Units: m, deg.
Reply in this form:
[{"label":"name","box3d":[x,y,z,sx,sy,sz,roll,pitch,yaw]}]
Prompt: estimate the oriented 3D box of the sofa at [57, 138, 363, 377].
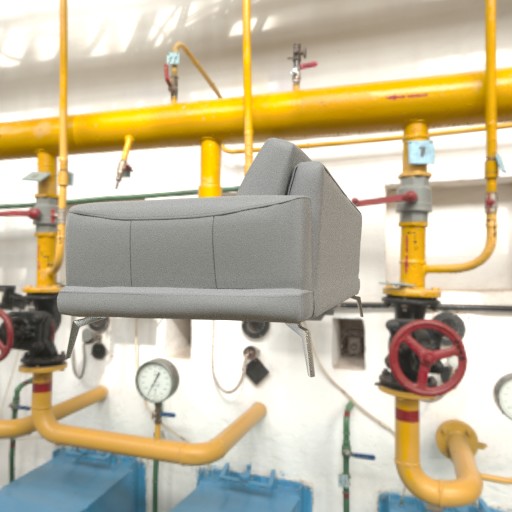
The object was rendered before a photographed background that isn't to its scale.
[{"label":"sofa","box3d":[0.000,0.000,2.701,1.121,0.930,2.177,-1,-2,18]}]
